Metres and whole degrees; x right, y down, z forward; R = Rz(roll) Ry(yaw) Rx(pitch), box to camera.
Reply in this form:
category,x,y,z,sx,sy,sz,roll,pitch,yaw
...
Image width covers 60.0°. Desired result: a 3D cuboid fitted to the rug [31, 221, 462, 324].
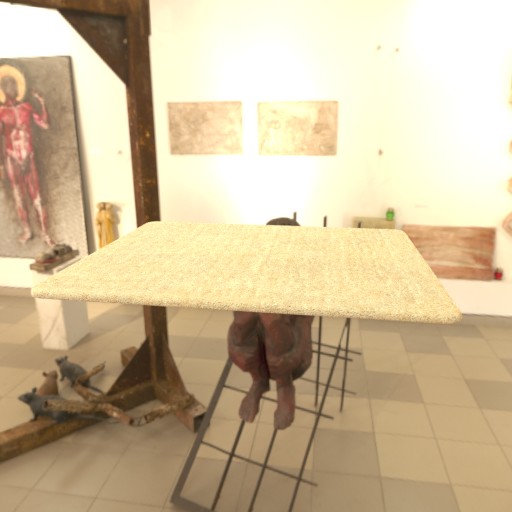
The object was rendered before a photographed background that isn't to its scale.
category,x,y,z,sx,sy,sz,roll,pitch,yaw
rug,0.000,0.000,3.437,2.528,0.048,2.009,3,17,8
